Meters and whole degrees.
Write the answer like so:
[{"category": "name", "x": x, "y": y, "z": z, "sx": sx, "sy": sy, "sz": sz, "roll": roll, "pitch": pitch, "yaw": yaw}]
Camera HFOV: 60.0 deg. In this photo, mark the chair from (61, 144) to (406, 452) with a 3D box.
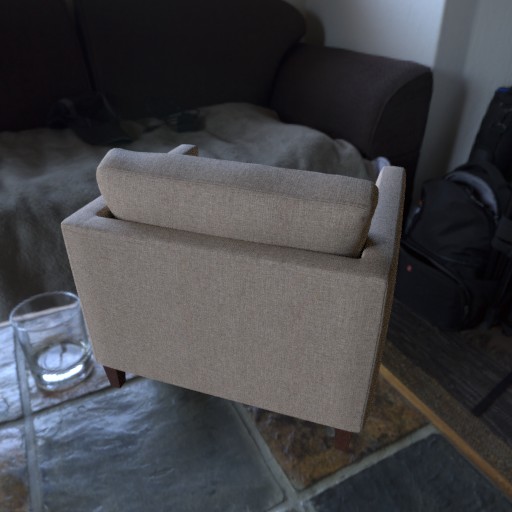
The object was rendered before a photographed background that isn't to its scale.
[{"category": "chair", "x": 0.000, "y": 0.000, "z": 1.852, "sx": 1.107, "sy": 0.987, "sz": 0.959, "roll": 10, "pitch": 33, "yaw": 16}]
